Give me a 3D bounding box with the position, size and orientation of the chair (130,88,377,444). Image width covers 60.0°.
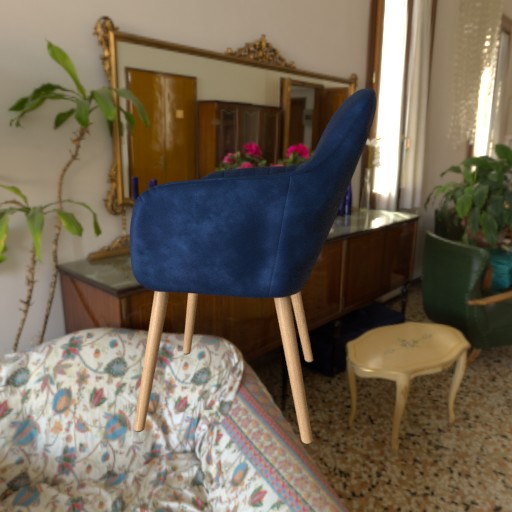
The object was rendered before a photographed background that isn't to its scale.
[{"bbox_3d":[0.000,0.000,1.219,0.573,0.826,0.578,2,14,7],"label":"chair"}]
